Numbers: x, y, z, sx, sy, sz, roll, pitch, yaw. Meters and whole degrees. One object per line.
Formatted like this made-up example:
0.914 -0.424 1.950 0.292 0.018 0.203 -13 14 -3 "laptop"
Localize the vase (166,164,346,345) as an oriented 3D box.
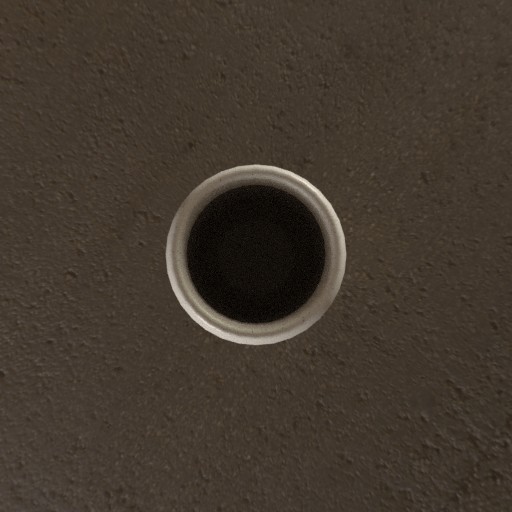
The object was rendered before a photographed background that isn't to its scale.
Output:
0.000 0.000 0.380 0.137 0.307 0.137 0 89 0 "vase"
